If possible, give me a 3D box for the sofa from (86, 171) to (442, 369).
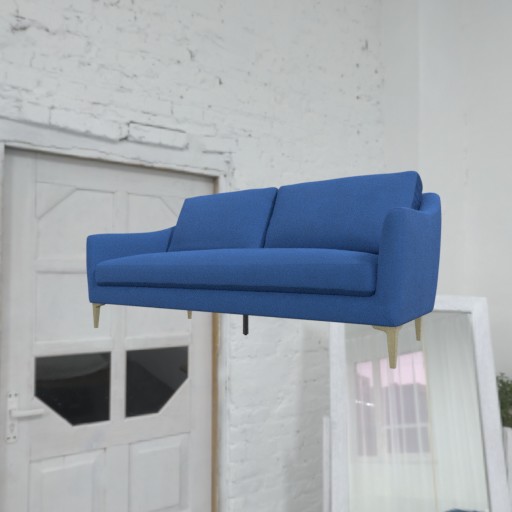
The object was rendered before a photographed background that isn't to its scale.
[{"bbox_3d":[0.000,0.000,2.601,2.036,0.903,0.960,-1,-2,36],"label":"sofa"}]
